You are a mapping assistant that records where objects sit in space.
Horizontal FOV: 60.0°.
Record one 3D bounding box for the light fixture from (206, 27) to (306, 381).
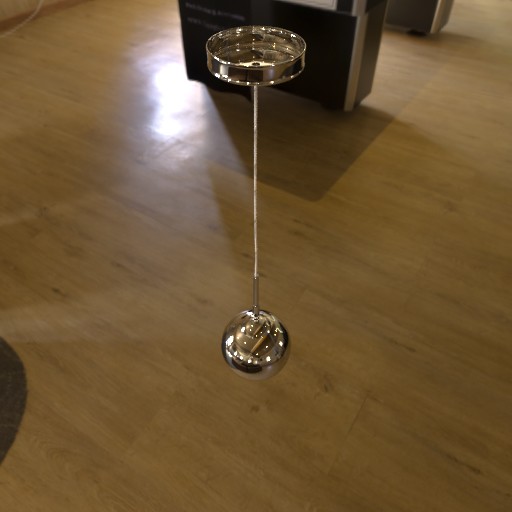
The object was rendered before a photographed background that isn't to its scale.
[{"bbox_3d":[0.000,0.000,1.665,0.336,1.538,0.336,-32,55,-27],"label":"light fixture"}]
